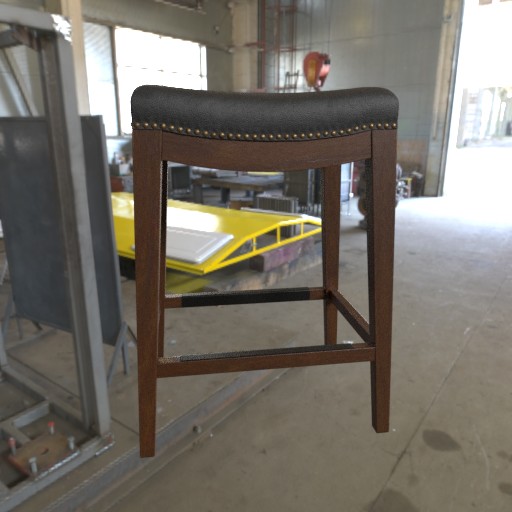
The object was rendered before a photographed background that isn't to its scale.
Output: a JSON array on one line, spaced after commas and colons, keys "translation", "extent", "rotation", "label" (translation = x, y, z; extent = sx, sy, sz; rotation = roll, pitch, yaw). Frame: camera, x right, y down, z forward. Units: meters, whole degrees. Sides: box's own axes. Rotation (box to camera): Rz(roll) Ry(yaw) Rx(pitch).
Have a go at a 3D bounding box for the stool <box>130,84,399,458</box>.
[{"translation": [0.000, 0.000, 0.935], "extent": [0.490, 0.664, 0.353], "rotation": [-2, 16, -8], "label": "stool"}]
